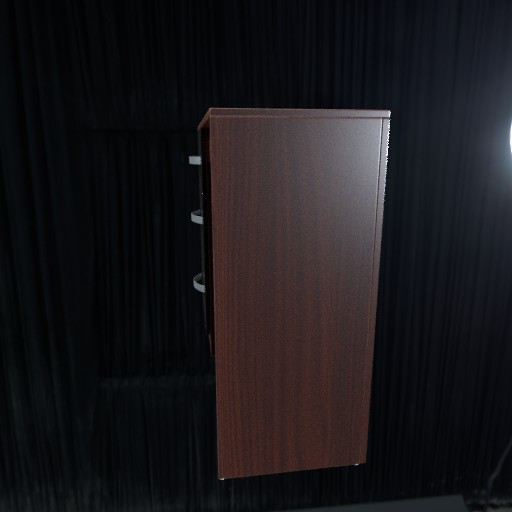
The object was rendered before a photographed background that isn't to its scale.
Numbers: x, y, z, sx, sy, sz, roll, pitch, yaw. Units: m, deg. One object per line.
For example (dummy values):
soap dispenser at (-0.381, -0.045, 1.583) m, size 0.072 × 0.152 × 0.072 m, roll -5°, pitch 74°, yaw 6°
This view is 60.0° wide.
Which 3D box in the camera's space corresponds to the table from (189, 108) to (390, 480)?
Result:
table at (0.000, 0.000, 1.361) m, size 0.380 × 0.790 × 0.930 m, roll -2°, pitch 14°, yaw -8°
